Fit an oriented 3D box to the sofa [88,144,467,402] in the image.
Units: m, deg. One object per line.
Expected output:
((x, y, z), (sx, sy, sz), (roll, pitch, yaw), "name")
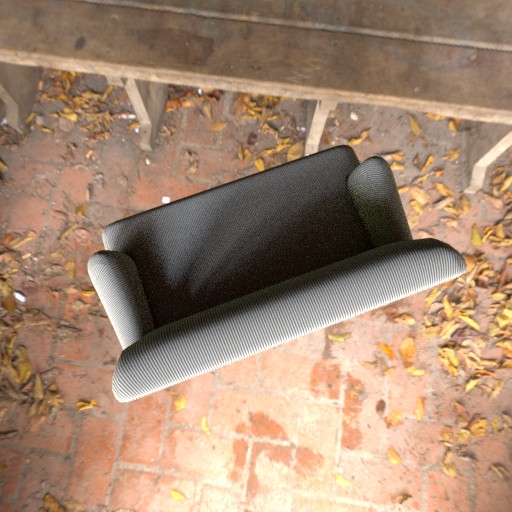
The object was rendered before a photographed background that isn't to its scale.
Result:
((0.000, 0.000, 1.861), (1.297, 0.889, 0.779), (-20, 76, -5), "sofa")
